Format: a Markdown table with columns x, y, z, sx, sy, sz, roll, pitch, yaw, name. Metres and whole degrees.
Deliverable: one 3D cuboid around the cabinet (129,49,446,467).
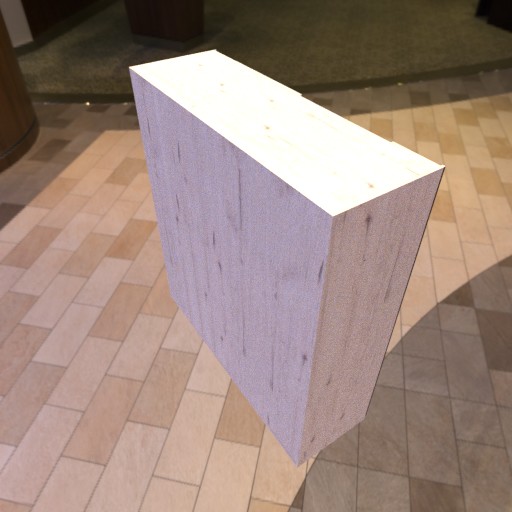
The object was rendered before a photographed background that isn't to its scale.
| x | y | z | sx | sy | sz | roll | pitch | yaw | name |
| --- | --- | --- | --- | --- | --- | --- | --- | --- | --- |
| 0.000 | 0.000 | 3.153 | 0.660 | 2.180 | 2.000 | -24 | 47 | -25 | cabinet |
